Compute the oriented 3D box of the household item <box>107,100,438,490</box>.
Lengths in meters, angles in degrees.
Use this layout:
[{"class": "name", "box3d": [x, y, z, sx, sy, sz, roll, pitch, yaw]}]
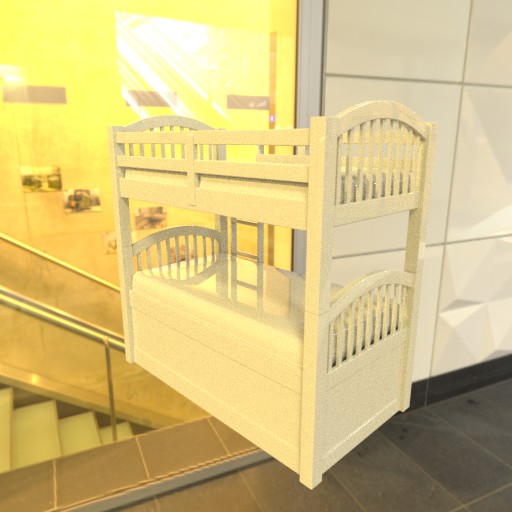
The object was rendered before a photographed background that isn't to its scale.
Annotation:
[{"class": "household item", "box3d": [0.000, 0.000, 3.233, 1.143, 2.032, 2.032, -14, 20, -43]}]
